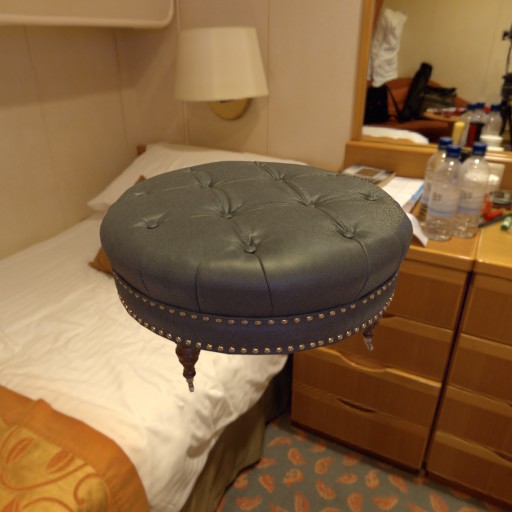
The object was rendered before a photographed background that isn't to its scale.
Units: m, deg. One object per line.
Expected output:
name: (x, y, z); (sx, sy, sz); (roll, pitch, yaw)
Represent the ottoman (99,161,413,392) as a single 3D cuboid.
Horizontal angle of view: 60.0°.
ottoman: (0.000, 0.000, 1.383); (0.901, 0.439, 0.901); (0, 27, 0)
